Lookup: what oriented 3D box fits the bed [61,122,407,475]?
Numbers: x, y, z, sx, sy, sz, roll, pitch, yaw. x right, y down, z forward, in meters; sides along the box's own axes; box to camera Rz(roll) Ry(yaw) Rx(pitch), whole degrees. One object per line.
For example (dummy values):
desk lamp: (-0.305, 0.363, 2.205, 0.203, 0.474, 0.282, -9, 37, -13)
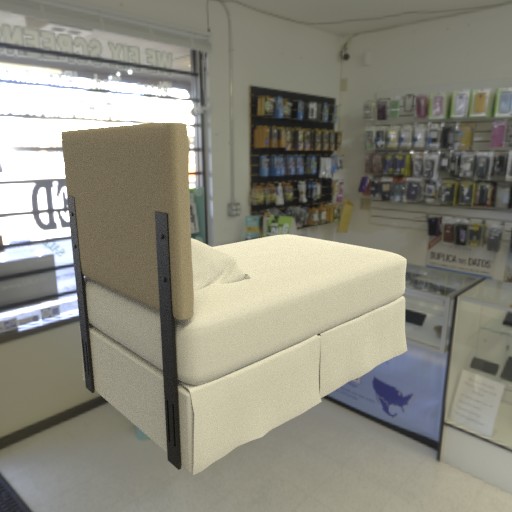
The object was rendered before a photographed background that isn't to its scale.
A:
bed: (0.000, 0.000, 2.924, 1.997, 1.571, 1.261, -12, 18, -42)
